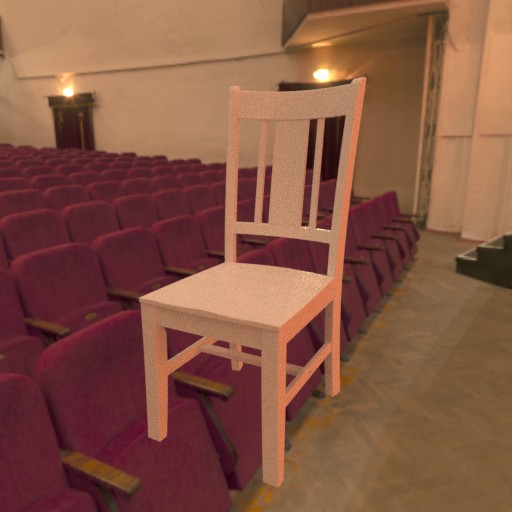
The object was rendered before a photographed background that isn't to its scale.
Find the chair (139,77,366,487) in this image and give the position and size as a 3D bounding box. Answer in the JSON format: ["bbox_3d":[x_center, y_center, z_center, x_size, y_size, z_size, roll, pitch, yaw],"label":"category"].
[{"bbox_3d":[0.000,0.000,1.279,0.450,0.998,0.555,7,16,27],"label":"chair"}]
